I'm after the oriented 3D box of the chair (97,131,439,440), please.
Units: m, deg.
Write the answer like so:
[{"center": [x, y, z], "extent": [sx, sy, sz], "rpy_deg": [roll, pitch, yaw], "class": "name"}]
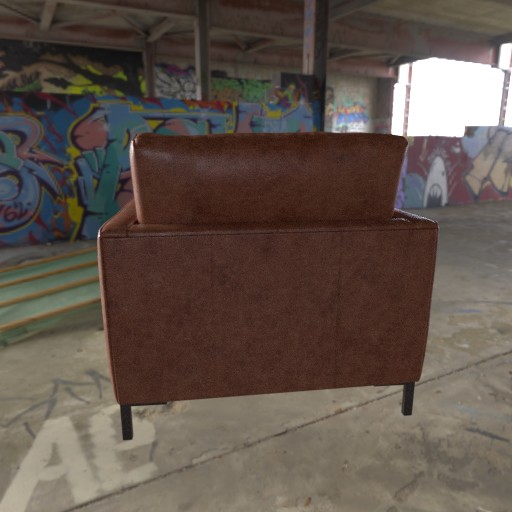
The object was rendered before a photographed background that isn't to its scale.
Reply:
[{"center": [0.000, 0.000, 1.635], "extent": [0.967, 0.869, 0.862], "rpy_deg": [-2, 14, -8], "class": "chair"}]
